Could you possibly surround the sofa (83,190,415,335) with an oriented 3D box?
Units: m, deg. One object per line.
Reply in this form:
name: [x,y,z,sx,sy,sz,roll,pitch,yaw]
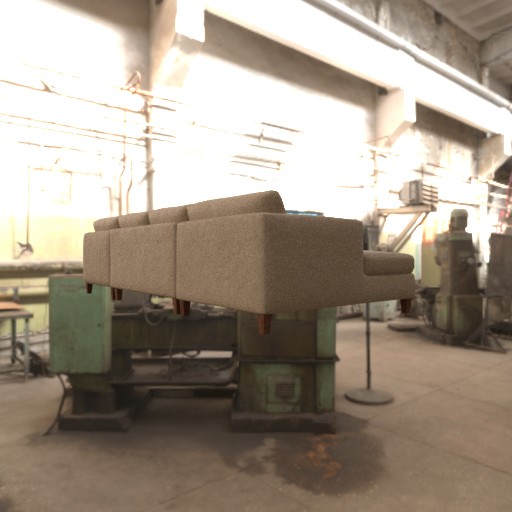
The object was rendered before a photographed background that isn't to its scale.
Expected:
sofa: [0.000,0.000,4.639,2.551,0.889,3.403,0,1,-38]
